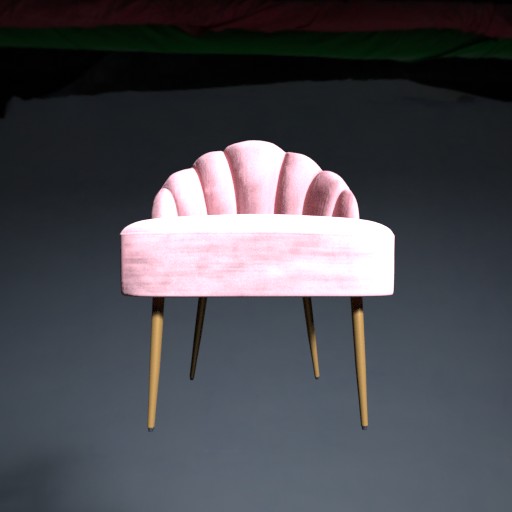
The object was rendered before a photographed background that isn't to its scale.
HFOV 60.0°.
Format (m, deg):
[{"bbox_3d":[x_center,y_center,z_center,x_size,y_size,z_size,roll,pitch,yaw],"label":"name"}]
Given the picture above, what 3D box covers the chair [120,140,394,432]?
[{"bbox_3d":[0.000,0.000,1.273,0.657,0.819,0.599,0,-1,-1],"label":"chair"}]
